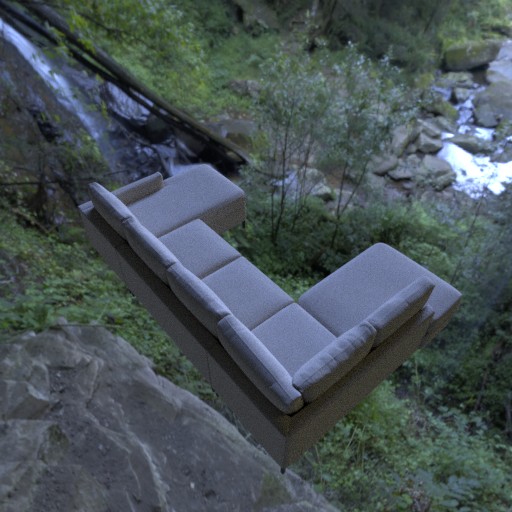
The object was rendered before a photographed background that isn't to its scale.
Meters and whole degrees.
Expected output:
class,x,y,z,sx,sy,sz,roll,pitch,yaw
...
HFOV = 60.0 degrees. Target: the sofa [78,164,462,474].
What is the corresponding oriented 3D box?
class,x,y,z,sx,sy,sz,roll,pitch,yaw
sofa,0.000,0.000,3.998,1.989,0.862,2.984,-31,53,-27
